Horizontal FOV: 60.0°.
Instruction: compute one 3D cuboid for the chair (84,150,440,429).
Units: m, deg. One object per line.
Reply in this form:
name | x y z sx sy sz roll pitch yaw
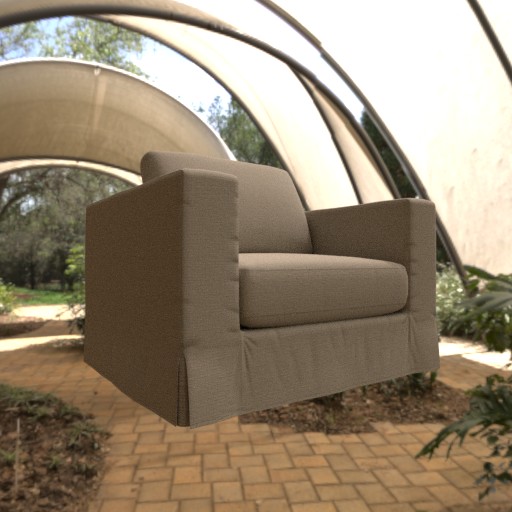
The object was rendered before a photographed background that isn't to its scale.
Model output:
chair | 0.000 0.000 1.808 1.150 0.878 0.957 0 -1 -35
